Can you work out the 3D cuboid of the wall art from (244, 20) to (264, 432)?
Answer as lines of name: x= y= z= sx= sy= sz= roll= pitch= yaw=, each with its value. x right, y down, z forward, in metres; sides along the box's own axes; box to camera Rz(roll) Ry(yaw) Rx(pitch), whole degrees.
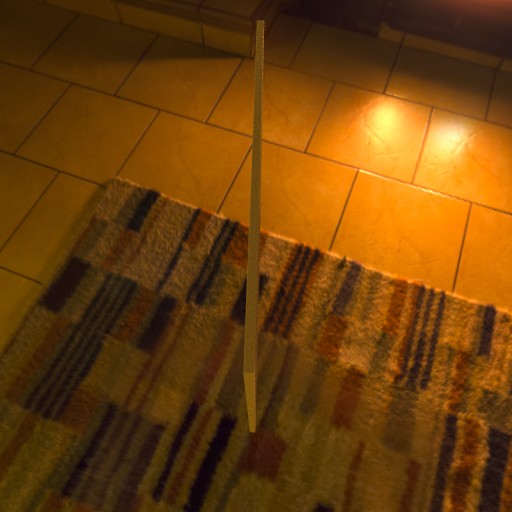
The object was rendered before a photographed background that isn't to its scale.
wall art: x=0.000 y=0.000 z=0.676 sx=0.009 sy=0.457 sz=0.456 roll=1 pitch=63 yaw=1
